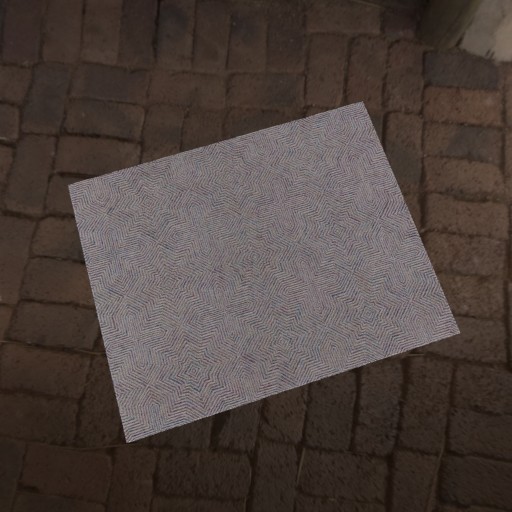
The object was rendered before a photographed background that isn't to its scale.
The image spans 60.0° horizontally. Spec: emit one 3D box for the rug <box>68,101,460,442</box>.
[{"bbox_3d":[0.000,0.000,4.119,3.046,0.008,2.442,-17,77,-4],"label":"rug"}]
